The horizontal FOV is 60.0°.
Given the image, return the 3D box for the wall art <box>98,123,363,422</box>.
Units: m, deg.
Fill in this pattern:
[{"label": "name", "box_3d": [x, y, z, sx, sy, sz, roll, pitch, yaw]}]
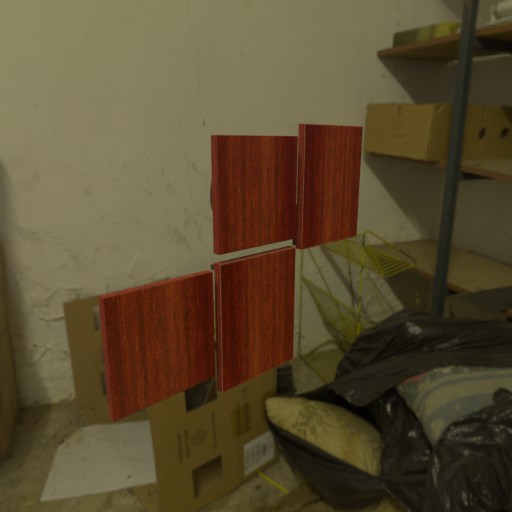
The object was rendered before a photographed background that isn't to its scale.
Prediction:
[{"label": "wall art", "box_3d": [0.000, 0.000, 0.858, 0.635, 0.497, 0.030, -13, 19, -42]}]
